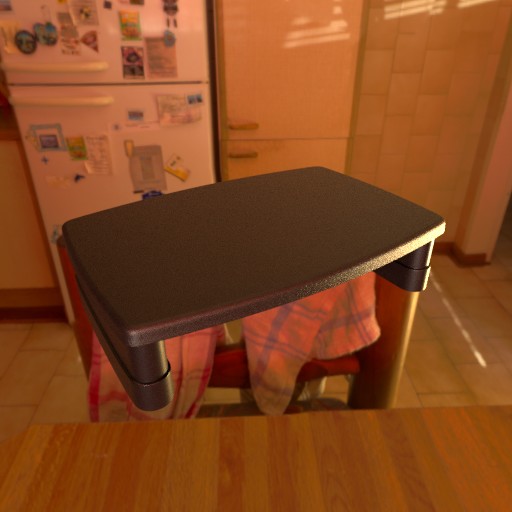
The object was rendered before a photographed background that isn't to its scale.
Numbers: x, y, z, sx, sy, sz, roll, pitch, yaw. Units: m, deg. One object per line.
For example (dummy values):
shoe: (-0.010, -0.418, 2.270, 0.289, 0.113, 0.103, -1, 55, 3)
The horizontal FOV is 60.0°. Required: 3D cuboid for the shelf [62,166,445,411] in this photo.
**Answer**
shelf: (0.000, 0.000, 0.547, 0.410, 0.100, 0.280, -17, 34, -28)
